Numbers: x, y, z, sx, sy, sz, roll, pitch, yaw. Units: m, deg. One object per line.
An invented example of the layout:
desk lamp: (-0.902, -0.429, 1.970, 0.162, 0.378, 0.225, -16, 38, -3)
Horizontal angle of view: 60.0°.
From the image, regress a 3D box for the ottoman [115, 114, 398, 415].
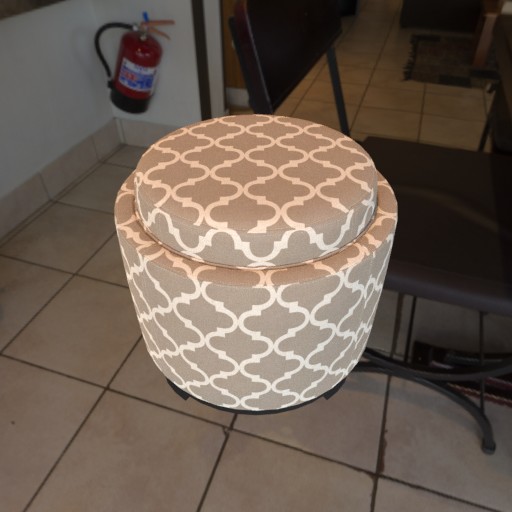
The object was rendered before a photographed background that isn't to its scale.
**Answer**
ottoman: (0.000, 0.000, 0.849, 0.480, 0.429, 0.480, 0, 40, 0)
